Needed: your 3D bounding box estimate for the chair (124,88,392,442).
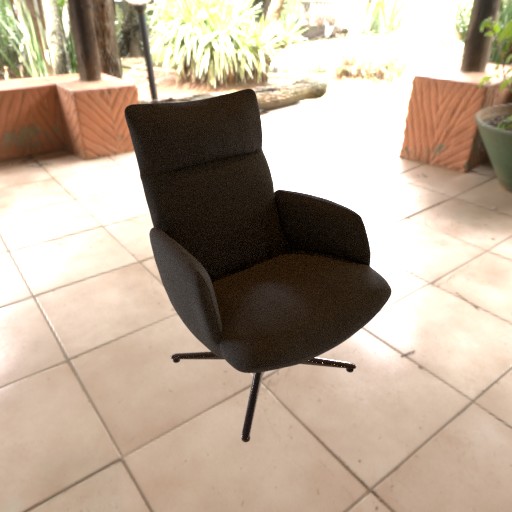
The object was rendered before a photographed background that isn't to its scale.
[{"bbox_3d":[0.000,0.000,1.573,0.702,0.984,0.831,-21,36,-32],"label":"chair"}]
